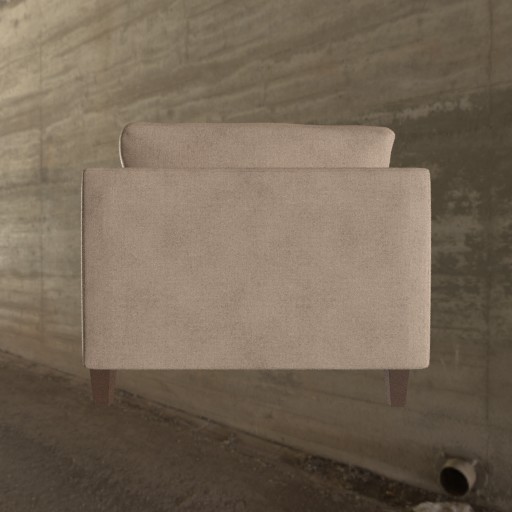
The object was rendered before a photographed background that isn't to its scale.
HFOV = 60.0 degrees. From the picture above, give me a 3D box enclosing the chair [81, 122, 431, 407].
[{"bbox_3d":[0.000,0.000,1.858,1.133,0.961,0.959,0,1,0],"label":"chair"}]
